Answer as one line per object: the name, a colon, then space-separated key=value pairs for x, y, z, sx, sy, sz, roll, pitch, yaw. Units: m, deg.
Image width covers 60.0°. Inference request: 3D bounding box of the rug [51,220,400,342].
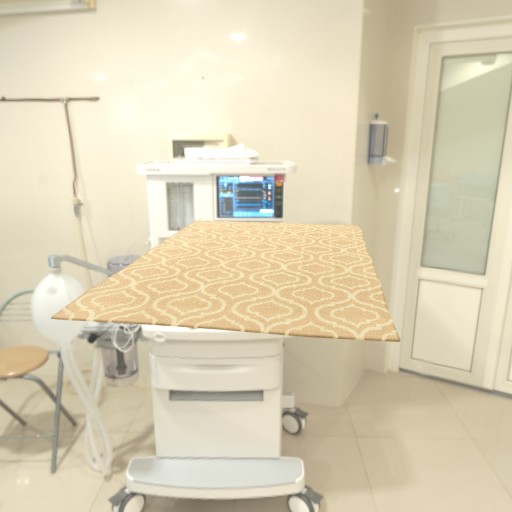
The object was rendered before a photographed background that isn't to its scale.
rug: x=0.000 y=0.000 z=2.242 sx=1.152 sy=0.013 sz=1.761 roll=2 pitch=16 yaw=8
